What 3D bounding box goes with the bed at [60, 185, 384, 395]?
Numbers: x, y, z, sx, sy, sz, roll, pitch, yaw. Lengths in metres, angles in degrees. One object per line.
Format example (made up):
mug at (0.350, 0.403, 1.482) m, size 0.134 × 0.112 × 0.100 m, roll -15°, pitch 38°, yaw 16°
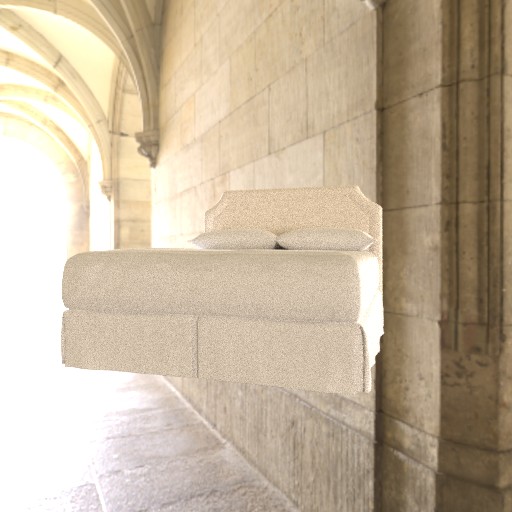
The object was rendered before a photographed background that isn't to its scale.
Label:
bed at (0.000, 0.000, 3.912) m, size 2.134 × 1.524 × 2.548 m, roll 0°, pitch 1°, yaw 18°
